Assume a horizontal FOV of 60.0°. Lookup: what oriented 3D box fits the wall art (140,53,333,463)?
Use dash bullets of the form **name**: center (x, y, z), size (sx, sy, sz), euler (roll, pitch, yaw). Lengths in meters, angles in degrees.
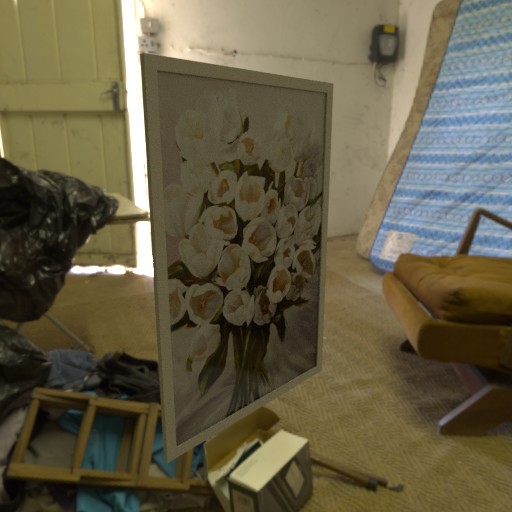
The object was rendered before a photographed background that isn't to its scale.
- **wall art**: center (0.000, 0.000, 1.243), size (0.015, 0.965, 0.660), euler (14, 20, 43)
